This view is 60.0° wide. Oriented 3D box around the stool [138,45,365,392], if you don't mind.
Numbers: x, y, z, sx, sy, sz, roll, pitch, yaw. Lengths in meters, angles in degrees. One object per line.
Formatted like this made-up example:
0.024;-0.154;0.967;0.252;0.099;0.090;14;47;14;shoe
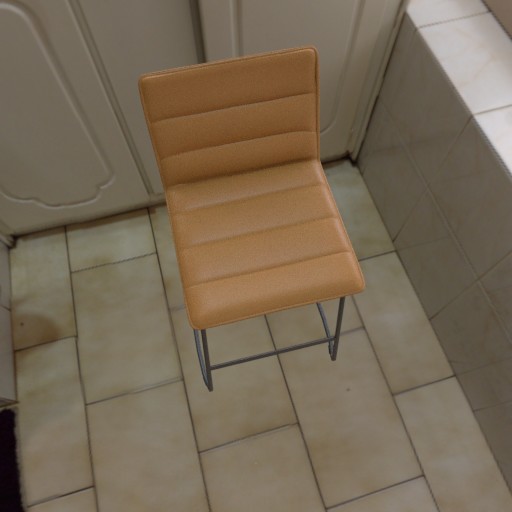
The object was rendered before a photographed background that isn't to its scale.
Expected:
0.000;0.000;1.240;0.489;0.936;0.524;-12;66;-6;stool
